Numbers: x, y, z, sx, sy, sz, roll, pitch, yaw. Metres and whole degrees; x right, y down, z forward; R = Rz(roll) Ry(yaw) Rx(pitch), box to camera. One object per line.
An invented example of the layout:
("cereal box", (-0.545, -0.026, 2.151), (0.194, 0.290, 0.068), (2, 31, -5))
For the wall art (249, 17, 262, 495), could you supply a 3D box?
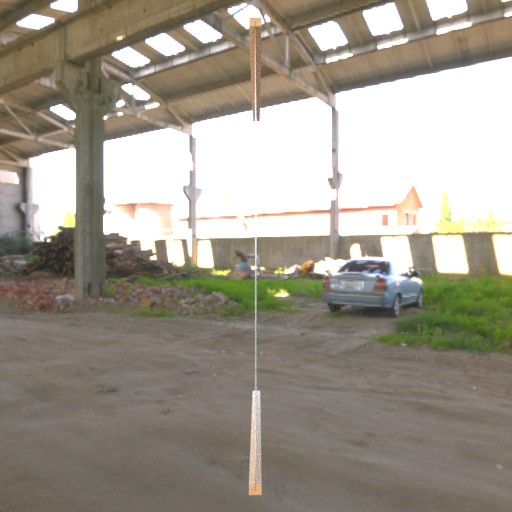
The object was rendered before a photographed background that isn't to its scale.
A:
("wall art", (0.000, 0.000, 1.281), (0.027, 1.020, 0.669), (0, 0, 0))
